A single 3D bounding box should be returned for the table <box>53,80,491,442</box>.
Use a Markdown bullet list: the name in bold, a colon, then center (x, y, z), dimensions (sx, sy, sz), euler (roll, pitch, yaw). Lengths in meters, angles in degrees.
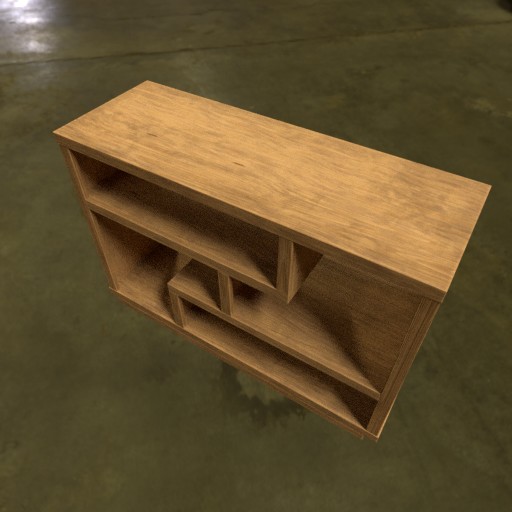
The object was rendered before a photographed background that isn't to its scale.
- **table**: center (0.000, 0.000, 1.482), dimensions (1.151, 0.771, 0.410), euler (24, 50, 22)
